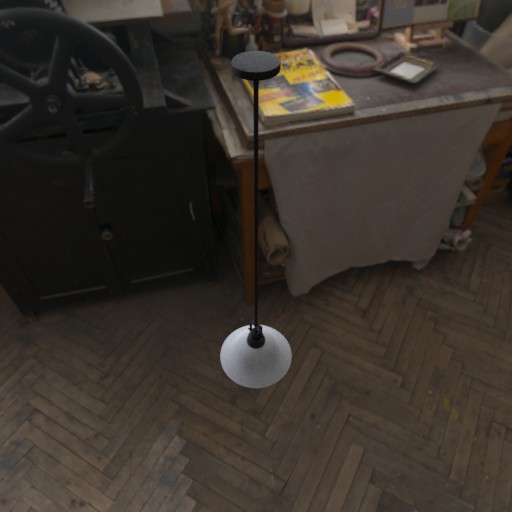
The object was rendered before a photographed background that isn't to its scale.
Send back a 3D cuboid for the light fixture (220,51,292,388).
[{"bbox_3d":[0.000,0.000,1.518,0.324,1.337,0.324,27,53,23],"label":"light fixture"}]
